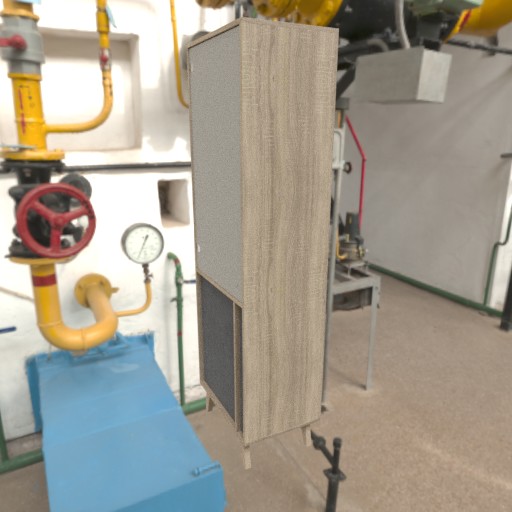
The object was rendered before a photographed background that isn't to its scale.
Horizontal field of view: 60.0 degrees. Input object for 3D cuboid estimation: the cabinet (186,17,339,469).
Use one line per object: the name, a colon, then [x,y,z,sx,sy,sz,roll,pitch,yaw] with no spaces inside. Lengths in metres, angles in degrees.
cabinet: [0.000,0.000,2.058,0.400,1.850,0.570,-8,18,-26]
